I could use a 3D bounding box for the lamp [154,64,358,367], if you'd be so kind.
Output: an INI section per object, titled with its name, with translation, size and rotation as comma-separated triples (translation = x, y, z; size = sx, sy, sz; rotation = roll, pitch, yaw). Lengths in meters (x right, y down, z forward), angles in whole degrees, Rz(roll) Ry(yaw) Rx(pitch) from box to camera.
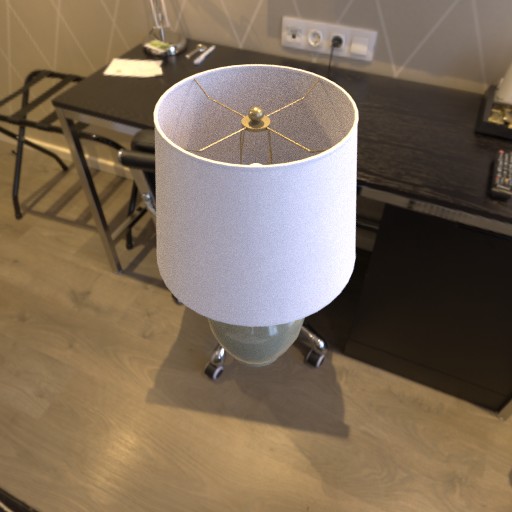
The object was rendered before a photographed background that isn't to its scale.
[lamp]
translation = 0.000, 0.000, 0.555
size = 0.239, 0.399, 0.239
rotation = 0, 47, 0
